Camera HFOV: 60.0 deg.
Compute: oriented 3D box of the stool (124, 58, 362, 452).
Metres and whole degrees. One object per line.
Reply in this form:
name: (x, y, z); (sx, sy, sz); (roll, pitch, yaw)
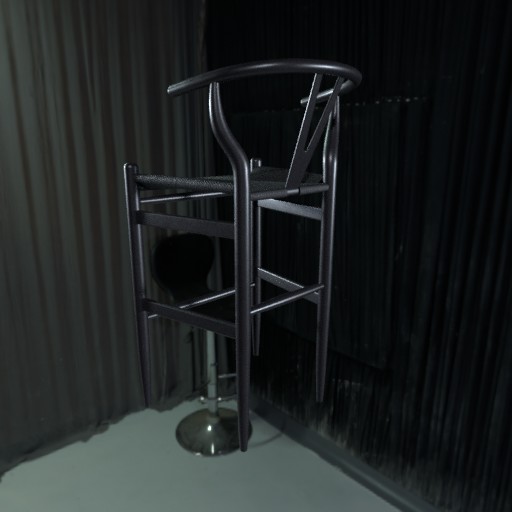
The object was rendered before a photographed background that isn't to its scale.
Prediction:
stool: (0.000, 0.000, 1.395); (0.569, 1.072, 0.579); (-14, 20, -43)
